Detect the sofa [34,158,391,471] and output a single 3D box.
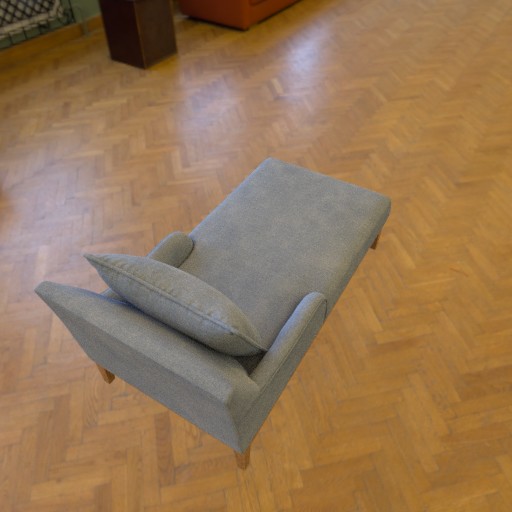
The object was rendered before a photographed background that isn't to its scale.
[{"bbox_3d":[0.000,0.000,2.293,0.904,0.883,1.779,23,50,21],"label":"sofa"}]
